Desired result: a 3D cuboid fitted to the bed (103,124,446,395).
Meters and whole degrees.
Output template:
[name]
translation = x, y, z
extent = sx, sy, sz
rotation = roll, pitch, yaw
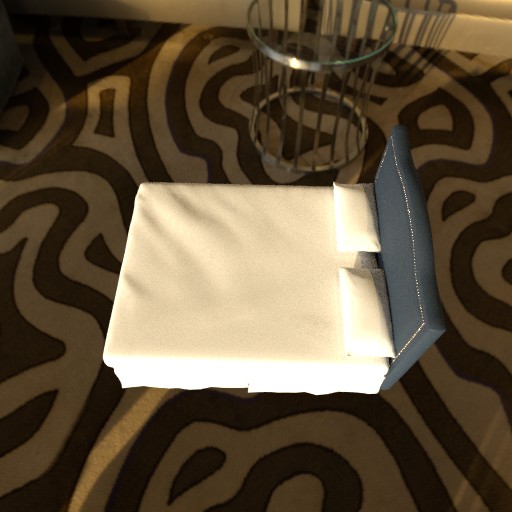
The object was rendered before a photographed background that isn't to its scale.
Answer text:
[bed]
translation = 0.000, 0.000, 3.571
extent = 2.282, 1.436, 1.821
rotation = 2, 59, 1
